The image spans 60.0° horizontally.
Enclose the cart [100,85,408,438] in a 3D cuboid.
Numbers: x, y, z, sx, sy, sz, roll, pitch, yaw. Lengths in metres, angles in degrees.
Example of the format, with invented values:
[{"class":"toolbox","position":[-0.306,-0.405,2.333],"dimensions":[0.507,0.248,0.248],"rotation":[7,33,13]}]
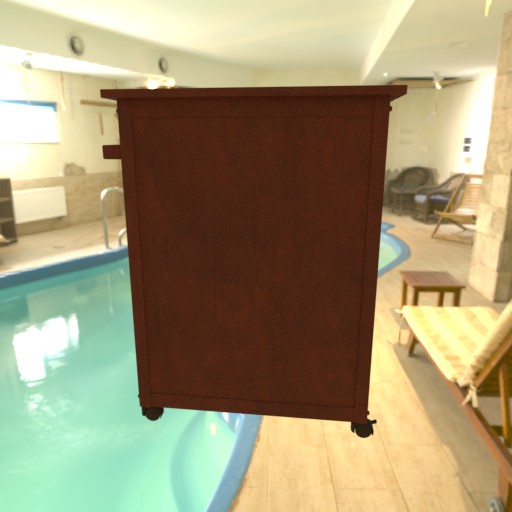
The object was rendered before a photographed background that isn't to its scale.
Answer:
[{"class":"cart","position":[0.000,0.000,1.272],"dimensions":[0.683,0.864,0.442],"rotation":[2,15,7]}]
